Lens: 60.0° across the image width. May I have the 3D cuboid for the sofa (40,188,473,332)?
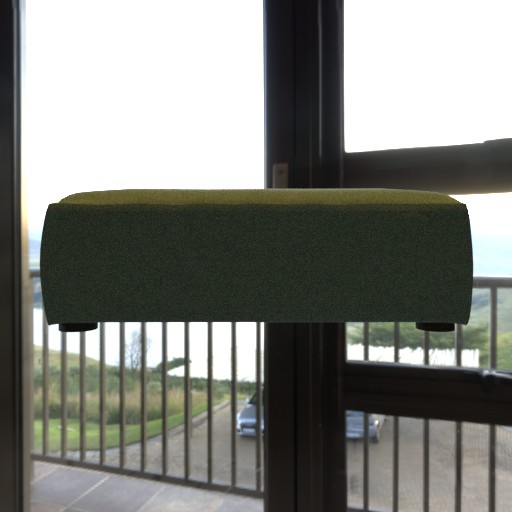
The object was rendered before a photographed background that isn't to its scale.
[{"bbox_3d":[0.000,0.000,1.415,0.930,0.330,0.930,0,0,0],"label":"sofa"}]
